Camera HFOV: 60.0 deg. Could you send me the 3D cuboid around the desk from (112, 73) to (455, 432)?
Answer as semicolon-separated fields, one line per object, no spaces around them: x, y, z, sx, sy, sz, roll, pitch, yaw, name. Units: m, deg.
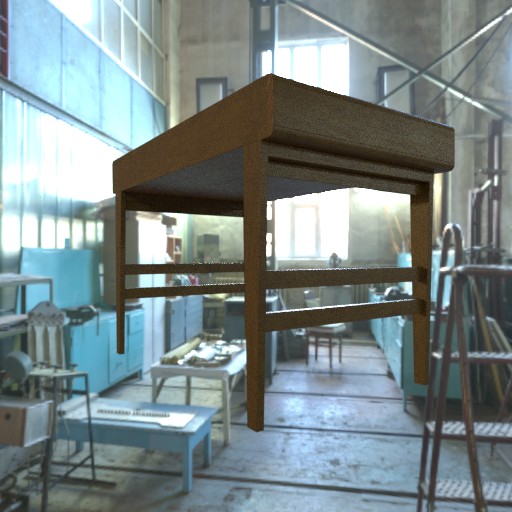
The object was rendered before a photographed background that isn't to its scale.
0.000;0.000;1.526;0.660;0.754;1.066;0;0;-35;desk
